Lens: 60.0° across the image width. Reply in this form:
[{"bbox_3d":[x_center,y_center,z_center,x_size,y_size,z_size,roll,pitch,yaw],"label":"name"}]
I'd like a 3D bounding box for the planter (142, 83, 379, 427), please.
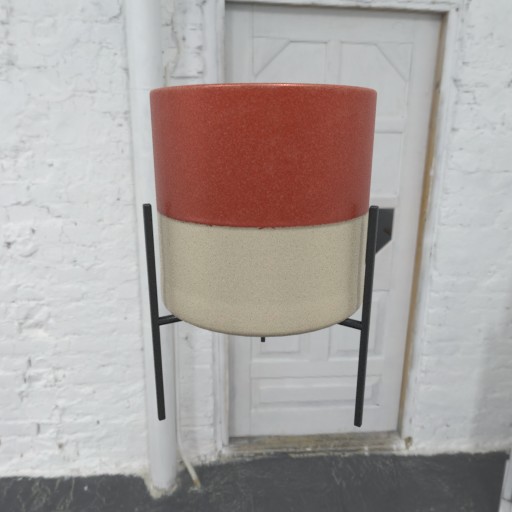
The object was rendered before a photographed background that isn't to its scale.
[{"bbox_3d":[0.000,0.000,0.510,0.251,0.354,0.235,-8,18,-26],"label":"planter"}]
